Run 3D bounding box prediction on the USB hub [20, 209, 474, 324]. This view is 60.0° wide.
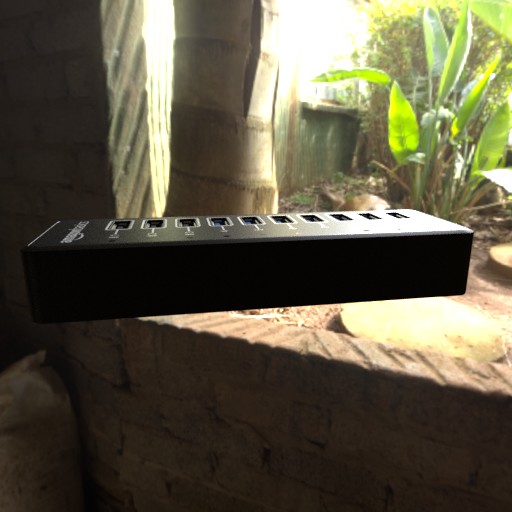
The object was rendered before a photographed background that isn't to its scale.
[{"bbox_3d":[0.000,0.000,0.160,0.145,0.023,0.044,-3,16,-10],"label":"USB hub"}]
